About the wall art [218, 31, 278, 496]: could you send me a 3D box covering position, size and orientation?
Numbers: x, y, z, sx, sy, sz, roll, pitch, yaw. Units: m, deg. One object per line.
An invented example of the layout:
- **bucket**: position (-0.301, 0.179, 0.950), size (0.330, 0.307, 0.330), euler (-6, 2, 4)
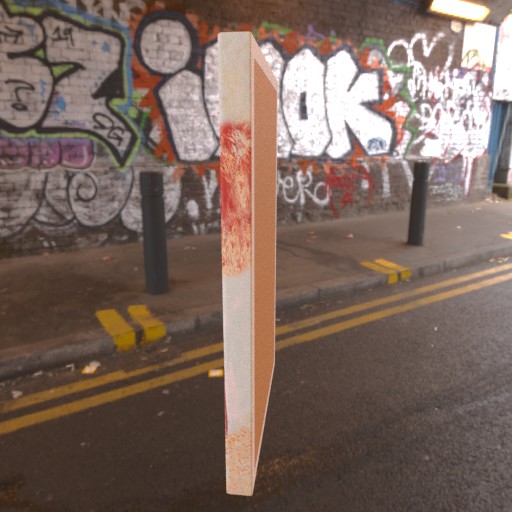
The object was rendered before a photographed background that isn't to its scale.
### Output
- **wall art**: position (0.000, 0.000, 0.754), size (0.038, 0.610, 0.401), euler (2, 14, 7)
